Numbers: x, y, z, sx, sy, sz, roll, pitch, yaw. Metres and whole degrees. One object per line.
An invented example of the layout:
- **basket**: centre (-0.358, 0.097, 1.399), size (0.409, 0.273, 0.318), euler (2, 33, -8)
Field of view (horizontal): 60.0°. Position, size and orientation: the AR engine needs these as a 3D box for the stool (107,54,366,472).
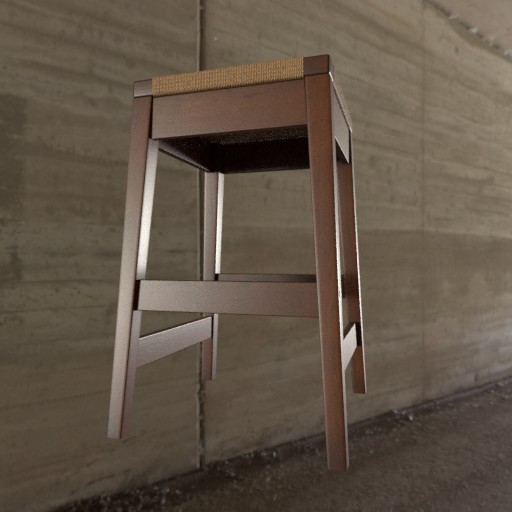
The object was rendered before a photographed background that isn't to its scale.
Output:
- **stool**: centre (0.000, 0.000, 1.097), size (0.497, 0.762, 0.507), euler (0, 0, 18)
